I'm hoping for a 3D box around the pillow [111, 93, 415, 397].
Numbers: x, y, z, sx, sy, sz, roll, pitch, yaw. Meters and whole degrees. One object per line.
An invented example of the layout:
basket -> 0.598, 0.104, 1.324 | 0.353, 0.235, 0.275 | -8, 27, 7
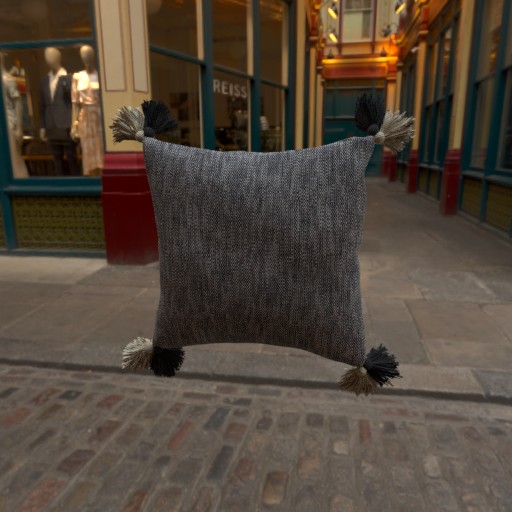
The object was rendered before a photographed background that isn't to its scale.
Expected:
pillow -> 0.000, 0.000, 0.944 | 0.654, 0.659, 0.170 | 2, 14, 9
